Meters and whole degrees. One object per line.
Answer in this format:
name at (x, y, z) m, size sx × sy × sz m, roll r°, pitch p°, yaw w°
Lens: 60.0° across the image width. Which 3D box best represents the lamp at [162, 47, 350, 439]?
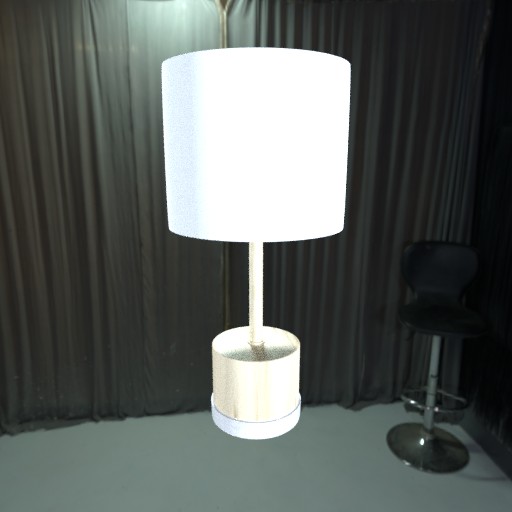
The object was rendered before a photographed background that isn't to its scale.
lamp at (0.000, 0.000, 0.596) m, size 0.229 × 0.470 × 0.229 m, roll -2°, pitch 13°, yaw -9°
